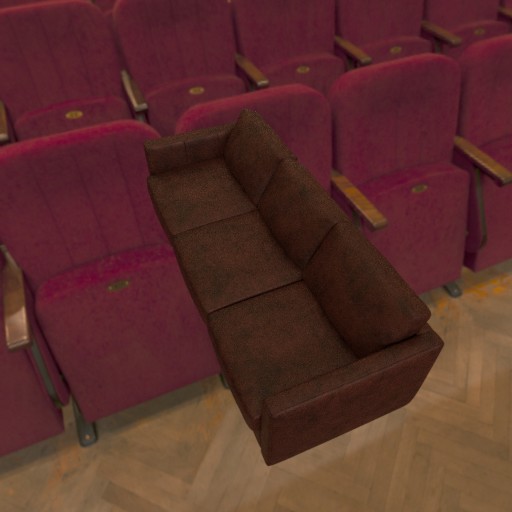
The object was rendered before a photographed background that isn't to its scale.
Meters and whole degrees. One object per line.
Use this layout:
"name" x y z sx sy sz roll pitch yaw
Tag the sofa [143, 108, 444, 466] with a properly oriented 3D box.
"sofa" 0.000 0.000 3.078 1.045 1.006 2.464 -17 49 -16
